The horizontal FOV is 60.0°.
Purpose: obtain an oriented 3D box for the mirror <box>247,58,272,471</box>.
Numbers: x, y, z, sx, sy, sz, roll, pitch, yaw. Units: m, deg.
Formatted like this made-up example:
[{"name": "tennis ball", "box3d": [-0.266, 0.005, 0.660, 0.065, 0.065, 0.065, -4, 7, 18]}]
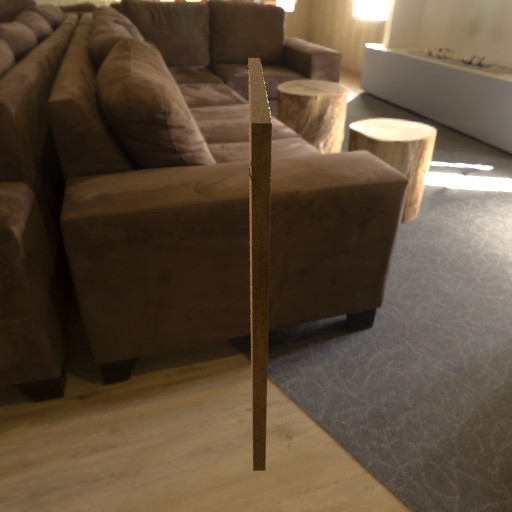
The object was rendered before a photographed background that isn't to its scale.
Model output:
[{"name": "mirror", "box3d": [0.000, 0.000, 1.360, 0.041, 1.016, 0.762, -1, 32, -1]}]
